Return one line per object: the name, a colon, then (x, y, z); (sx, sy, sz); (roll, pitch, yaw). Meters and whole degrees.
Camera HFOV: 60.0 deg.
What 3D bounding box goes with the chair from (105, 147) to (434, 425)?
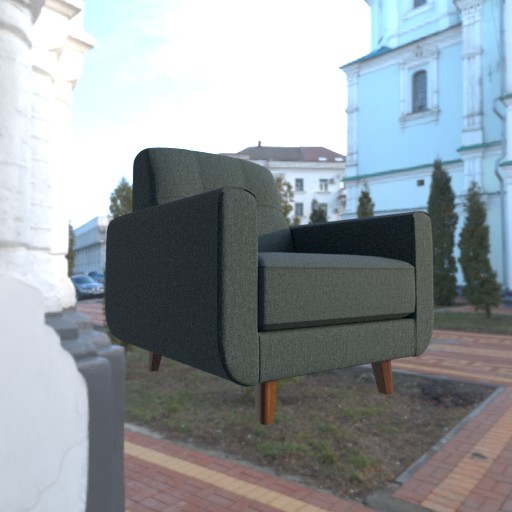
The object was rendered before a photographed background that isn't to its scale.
chair: (0.000, 0.000, 1.694); (0.880, 0.940, 0.964); (2, -3, -35)
